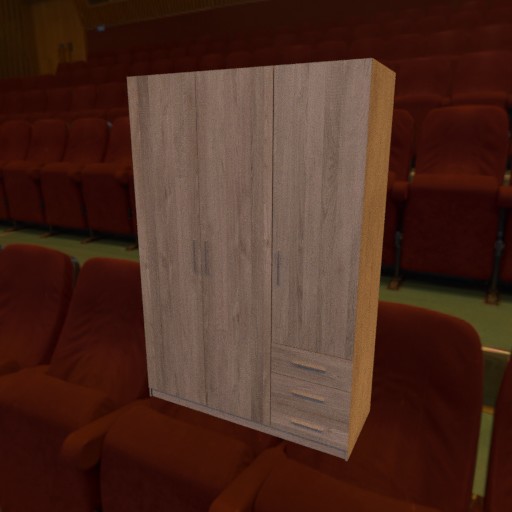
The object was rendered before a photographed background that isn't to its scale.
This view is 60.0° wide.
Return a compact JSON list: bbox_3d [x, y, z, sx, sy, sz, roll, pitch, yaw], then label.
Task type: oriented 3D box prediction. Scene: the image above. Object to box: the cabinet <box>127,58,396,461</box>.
[{"bbox_3d":[0.000,0.000,2.506,1.290,1.910,0.510,8,17,26],"label":"cabinet"}]
